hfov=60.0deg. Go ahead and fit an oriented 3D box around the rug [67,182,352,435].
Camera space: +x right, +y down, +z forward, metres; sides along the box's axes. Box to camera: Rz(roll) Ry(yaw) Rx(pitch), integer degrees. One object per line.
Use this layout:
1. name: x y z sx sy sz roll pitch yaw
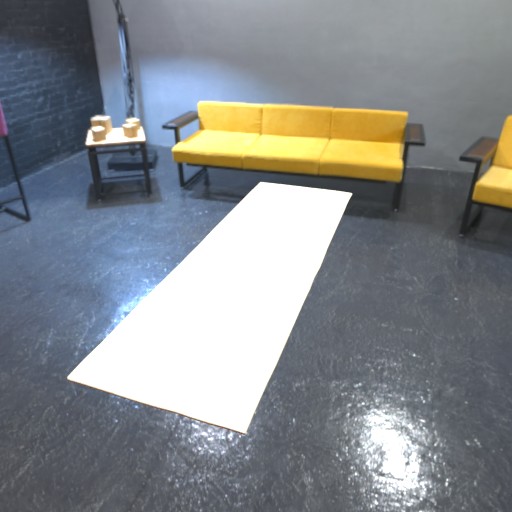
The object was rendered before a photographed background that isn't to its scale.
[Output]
1. rug: 0.000 0.000 2.694 0.793 0.014 2.450 10 31 17
